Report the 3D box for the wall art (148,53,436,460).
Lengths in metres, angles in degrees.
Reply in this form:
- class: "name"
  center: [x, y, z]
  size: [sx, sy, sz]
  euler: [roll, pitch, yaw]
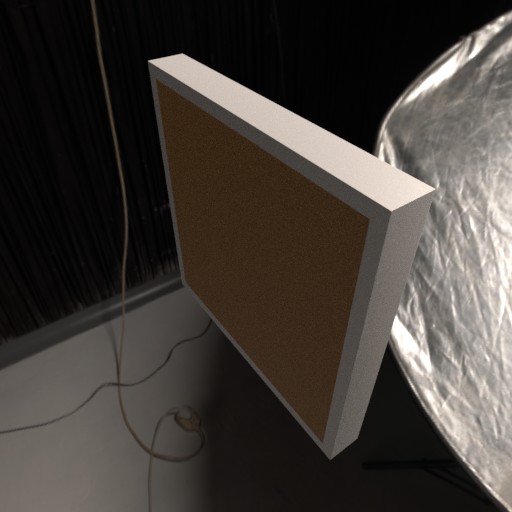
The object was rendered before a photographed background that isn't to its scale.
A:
- class: "wall art"
  center: [0.000, 0.000, 0.441]
  size: [0.038, 0.302, 0.305]
  euler: [-25, 47, -26]
